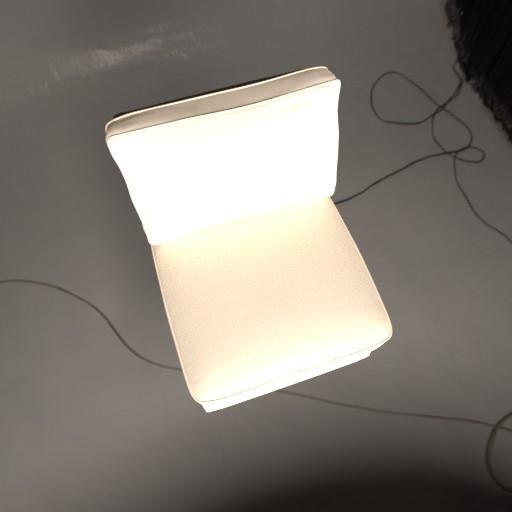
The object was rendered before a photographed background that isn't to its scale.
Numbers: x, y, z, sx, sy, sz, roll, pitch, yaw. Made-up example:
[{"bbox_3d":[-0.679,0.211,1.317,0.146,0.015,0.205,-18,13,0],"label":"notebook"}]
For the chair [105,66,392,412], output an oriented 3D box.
[{"bbox_3d":[0.000,0.000,1.401,0.630,0.887,0.781,-17,65,-8],"label":"chair"}]
